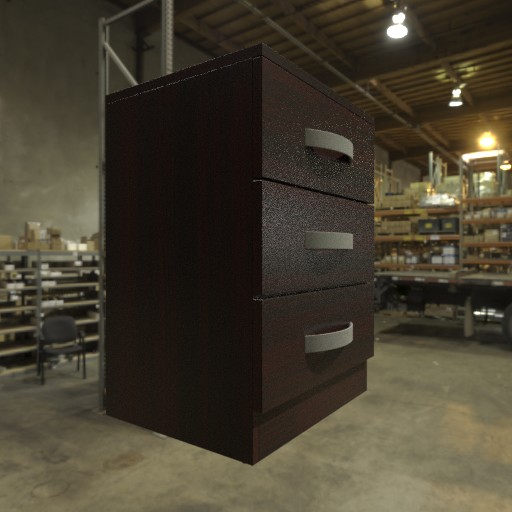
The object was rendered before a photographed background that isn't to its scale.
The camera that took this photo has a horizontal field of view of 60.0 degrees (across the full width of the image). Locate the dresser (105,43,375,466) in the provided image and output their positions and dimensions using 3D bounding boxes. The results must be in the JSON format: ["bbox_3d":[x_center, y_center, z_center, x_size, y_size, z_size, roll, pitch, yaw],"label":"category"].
[{"bbox_3d":[0.000,0.000,0.831,0.360,0.560,0.400,0,1,36],"label":"dresser"}]
